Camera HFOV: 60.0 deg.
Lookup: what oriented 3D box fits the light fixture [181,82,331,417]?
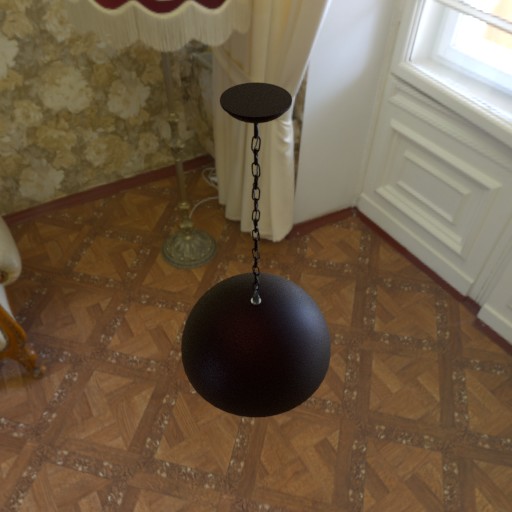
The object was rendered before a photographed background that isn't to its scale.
[{"bbox_3d":[0.000,0.000,1.162,0.492,0.869,0.492,9,47,8],"label":"light fixture"}]
